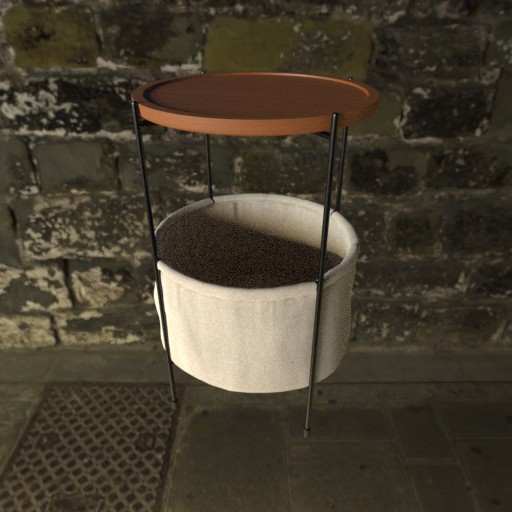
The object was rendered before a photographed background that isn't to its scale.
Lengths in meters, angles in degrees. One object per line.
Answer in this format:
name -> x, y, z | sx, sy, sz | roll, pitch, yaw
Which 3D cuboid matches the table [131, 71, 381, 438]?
table -> 0.000, 0.000, 0.865 | 0.393, 0.623, 0.393 | 7, 32, 12
